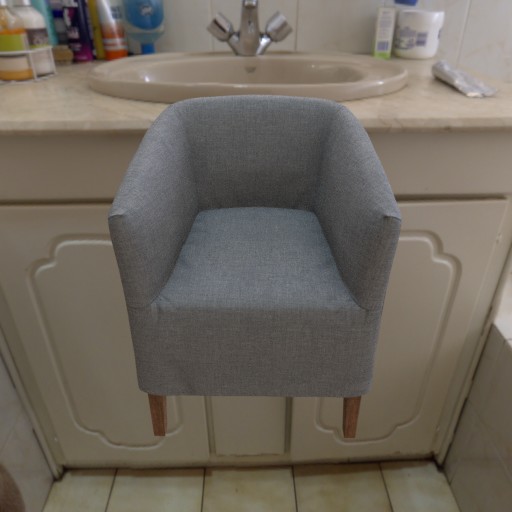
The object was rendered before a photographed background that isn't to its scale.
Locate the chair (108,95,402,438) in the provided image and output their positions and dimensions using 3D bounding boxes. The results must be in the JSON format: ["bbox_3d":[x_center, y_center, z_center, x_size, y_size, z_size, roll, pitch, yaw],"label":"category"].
[{"bbox_3d":[0.000,0.000,1.282,0.600,0.771,0.668,0,31,1],"label":"chair"}]
